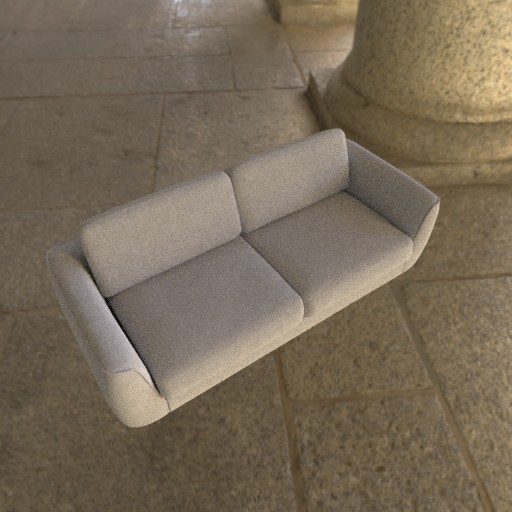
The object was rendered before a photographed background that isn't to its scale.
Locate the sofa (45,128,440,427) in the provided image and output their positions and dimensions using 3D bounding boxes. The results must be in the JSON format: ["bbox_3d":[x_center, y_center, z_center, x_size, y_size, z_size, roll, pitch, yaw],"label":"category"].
[{"bbox_3d":[0.000,0.000,2.449,2.000,0.850,0.920,-26,50,-24],"label":"sofa"}]
